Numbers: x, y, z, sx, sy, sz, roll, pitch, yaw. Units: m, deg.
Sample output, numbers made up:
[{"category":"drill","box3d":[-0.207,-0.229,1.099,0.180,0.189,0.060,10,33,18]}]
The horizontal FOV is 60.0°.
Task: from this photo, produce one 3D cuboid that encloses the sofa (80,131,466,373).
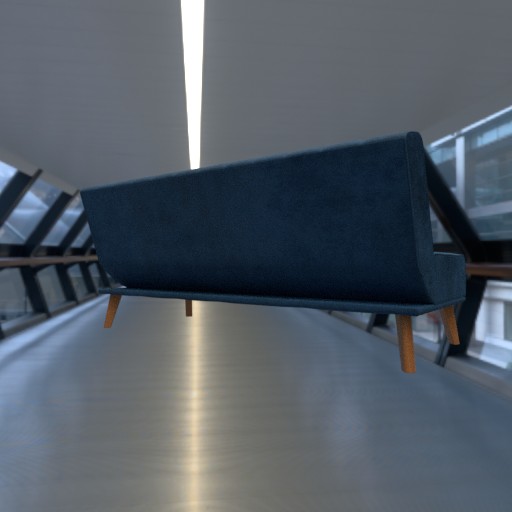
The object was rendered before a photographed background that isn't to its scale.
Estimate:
[{"category":"sofa","box3d":[0.000,0.000,2.254,1.804,0.813,0.855,-1,-1,37]}]
